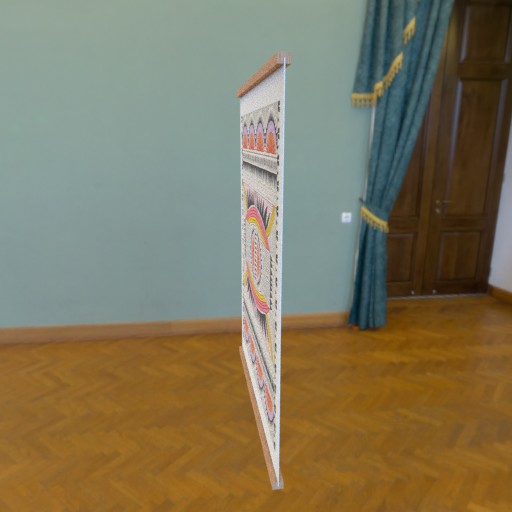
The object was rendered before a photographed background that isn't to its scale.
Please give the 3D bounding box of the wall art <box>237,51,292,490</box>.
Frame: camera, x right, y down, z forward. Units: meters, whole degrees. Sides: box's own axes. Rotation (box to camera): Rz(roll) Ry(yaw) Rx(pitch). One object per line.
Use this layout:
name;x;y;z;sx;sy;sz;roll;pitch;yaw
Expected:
wall art;0.000;0.000;1.349;0.028;1.016;0.765;-2;15;-8
